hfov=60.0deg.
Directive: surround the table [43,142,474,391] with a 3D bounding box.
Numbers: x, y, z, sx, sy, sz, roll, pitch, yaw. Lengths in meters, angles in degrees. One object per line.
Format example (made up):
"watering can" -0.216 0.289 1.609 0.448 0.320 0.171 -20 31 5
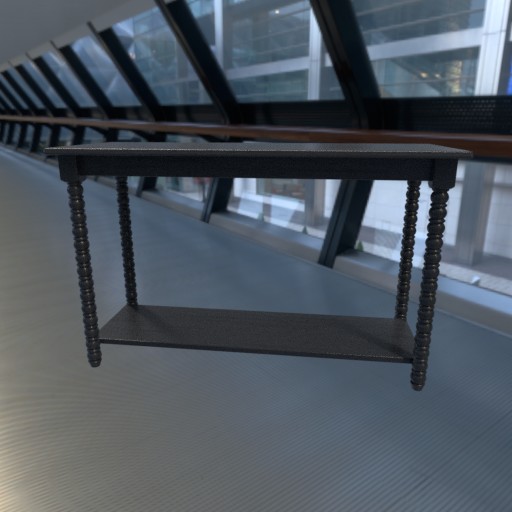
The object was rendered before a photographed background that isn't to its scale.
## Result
"table" 0.000 0.000 1.520 1.184 0.735 0.459 2 17 7
